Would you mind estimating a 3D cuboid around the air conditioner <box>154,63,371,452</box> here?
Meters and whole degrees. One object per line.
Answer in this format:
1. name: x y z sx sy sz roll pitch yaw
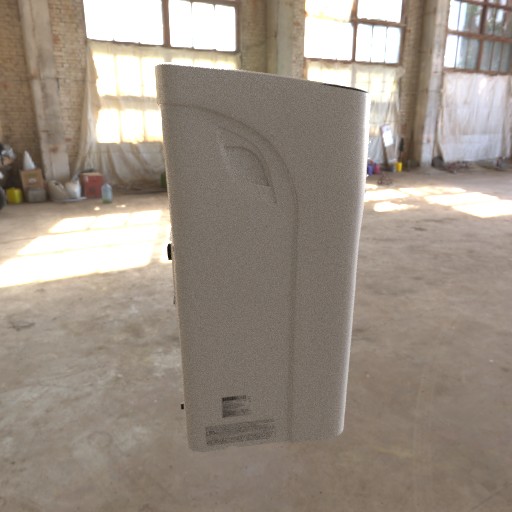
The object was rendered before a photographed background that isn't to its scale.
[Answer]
1. air conditioner: 0.000 0.000 0.923 0.369 0.716 0.352 -3 17 -9
